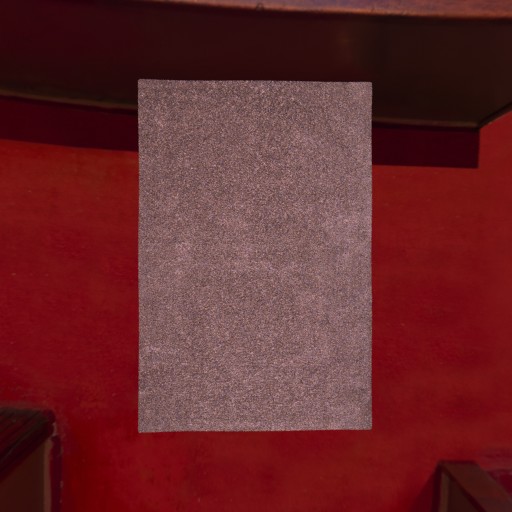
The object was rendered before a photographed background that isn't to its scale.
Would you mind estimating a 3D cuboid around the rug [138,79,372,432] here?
[{"bbox_3d":[0.000,0.000,3.424,1.802,0.026,2.699,0,90,-2],"label":"rug"}]
